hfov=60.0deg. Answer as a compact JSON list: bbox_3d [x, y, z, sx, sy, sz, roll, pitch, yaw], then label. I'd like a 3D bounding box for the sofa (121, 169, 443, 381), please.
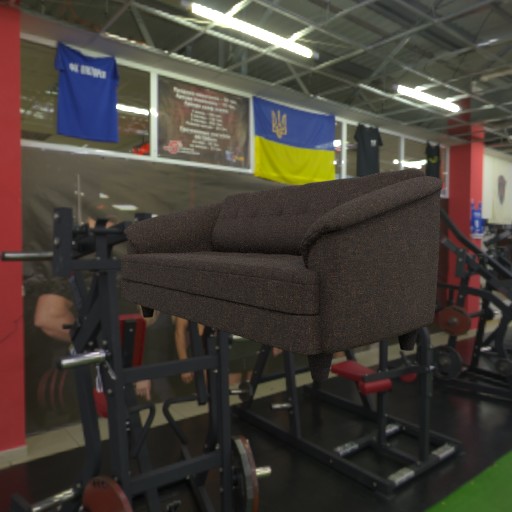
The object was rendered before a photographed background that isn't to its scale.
[{"bbox_3d":[0.000,0.000,2.289,0.887,0.790,1.849,-2,3,-36],"label":"sofa"}]
